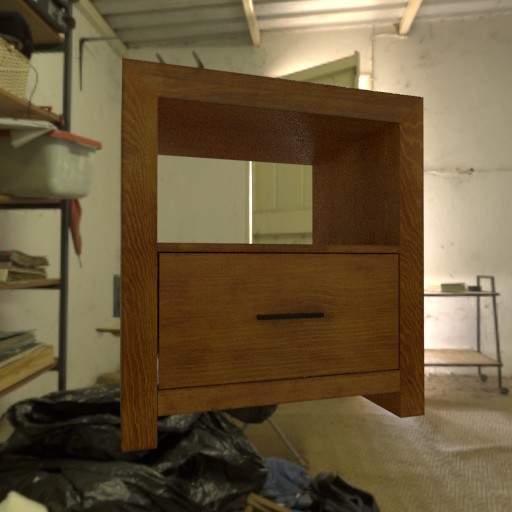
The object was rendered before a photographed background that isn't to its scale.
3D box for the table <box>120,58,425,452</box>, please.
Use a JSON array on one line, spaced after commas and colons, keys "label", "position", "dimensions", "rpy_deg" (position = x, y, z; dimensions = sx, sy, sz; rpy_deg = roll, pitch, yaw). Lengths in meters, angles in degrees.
[{"label": "table", "position": [0.000, 0.000, 0.943], "dimensions": [0.550, 0.605, 0.400], "rpy_deg": [0, -1, -17]}]
